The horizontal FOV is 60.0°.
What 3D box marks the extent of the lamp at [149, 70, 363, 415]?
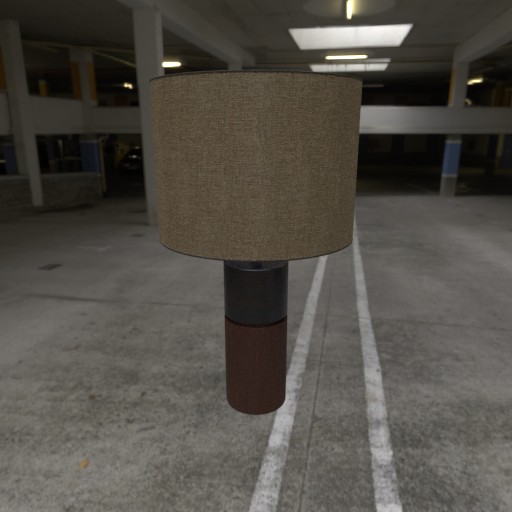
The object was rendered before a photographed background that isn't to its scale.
[{"bbox_3d":[0.000,0.000,0.479,0.202,0.350,0.202,0,16,0],"label":"lamp"}]
